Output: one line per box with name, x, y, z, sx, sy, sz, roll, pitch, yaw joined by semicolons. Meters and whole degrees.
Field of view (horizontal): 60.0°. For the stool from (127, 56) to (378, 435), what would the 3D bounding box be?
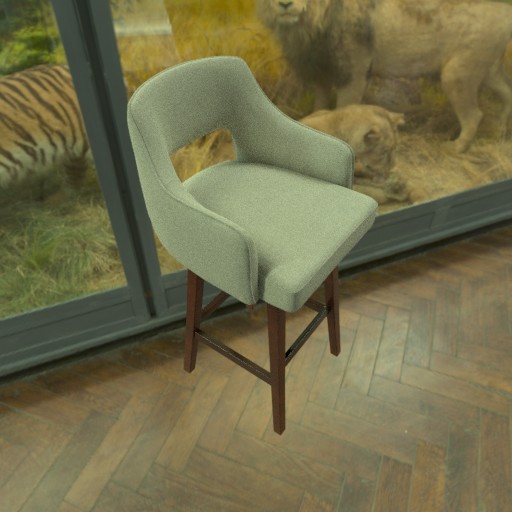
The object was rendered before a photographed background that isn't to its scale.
stool;0.000;0.000;1.381;0.560;1.041;0.550;26;47;26
